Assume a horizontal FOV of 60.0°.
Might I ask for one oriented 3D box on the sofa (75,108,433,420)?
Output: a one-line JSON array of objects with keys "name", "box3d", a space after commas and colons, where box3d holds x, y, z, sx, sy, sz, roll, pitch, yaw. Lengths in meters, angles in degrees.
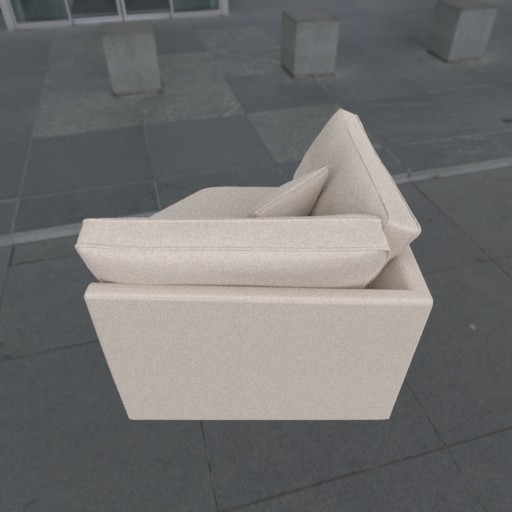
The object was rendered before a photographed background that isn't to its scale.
[{"name": "sofa", "box3d": [0.000, 0.000, 1.864, 1.042, 0.937, 1.050, 0, 41, 0]}]
